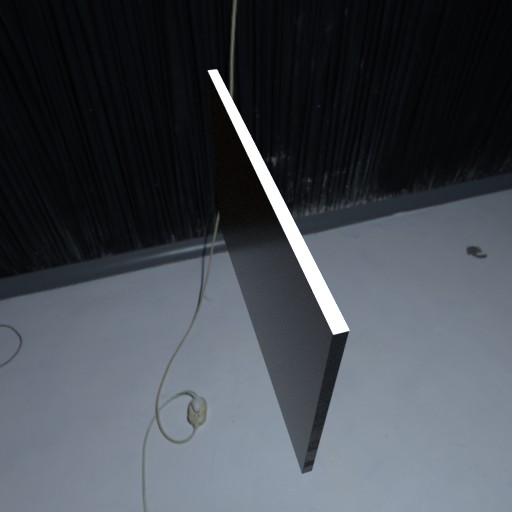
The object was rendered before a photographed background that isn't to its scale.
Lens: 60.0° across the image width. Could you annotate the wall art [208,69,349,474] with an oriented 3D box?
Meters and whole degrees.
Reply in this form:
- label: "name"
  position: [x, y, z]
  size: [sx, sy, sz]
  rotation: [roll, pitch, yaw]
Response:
- label: "wall art"
  position: [0.000, 0.000, 1.186]
  size: [0.027, 0.610, 0.932]
  rotation: [-11, 47, -11]
